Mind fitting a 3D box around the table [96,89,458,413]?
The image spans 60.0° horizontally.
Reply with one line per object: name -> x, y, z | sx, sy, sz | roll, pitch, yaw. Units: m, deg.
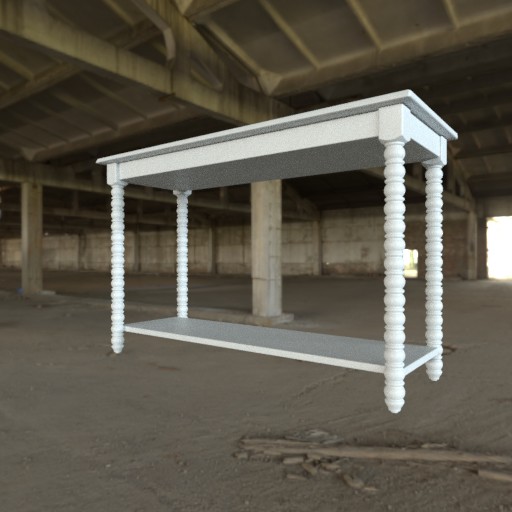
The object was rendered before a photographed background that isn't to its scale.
table -> 0.000, 0.000, 1.508 | 1.184, 0.740, 0.459 | 0, 0, 37
